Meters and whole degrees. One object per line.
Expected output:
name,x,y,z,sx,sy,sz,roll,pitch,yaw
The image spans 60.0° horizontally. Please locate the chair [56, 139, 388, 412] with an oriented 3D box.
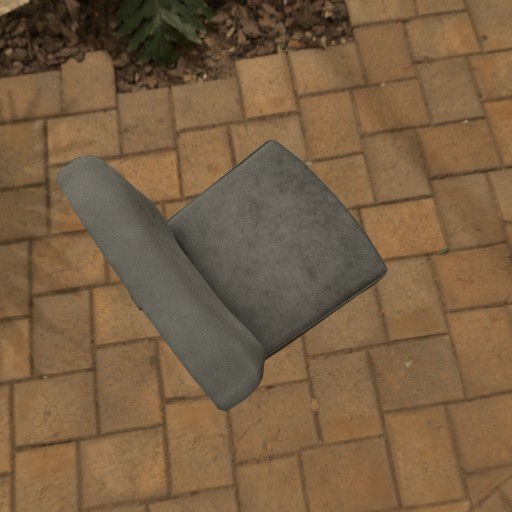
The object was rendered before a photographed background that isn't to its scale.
chair,0.000,0.000,1.164,0.554,0.806,0.521,-37,78,-9
